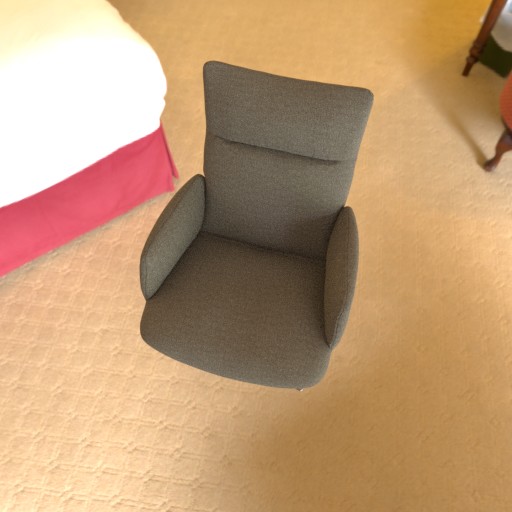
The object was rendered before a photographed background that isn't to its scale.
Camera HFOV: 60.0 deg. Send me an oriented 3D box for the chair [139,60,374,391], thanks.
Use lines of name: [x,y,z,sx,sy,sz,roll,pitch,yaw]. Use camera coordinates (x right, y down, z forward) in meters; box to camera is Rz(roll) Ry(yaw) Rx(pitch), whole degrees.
chair: [0.000,0.000,1.580,0.702,0.984,0.831,13,60,8]
